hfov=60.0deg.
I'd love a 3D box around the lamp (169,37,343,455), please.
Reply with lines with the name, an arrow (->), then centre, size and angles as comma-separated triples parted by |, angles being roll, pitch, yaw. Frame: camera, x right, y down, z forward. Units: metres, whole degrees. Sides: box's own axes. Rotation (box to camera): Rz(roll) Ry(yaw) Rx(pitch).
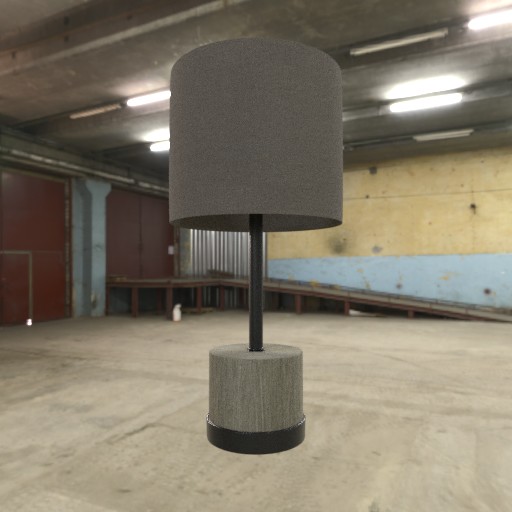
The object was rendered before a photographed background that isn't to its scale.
lamp -> 0.000, 0.000, 0.589 | 0.229, 0.470, 0.229 | 1, -3, -35
